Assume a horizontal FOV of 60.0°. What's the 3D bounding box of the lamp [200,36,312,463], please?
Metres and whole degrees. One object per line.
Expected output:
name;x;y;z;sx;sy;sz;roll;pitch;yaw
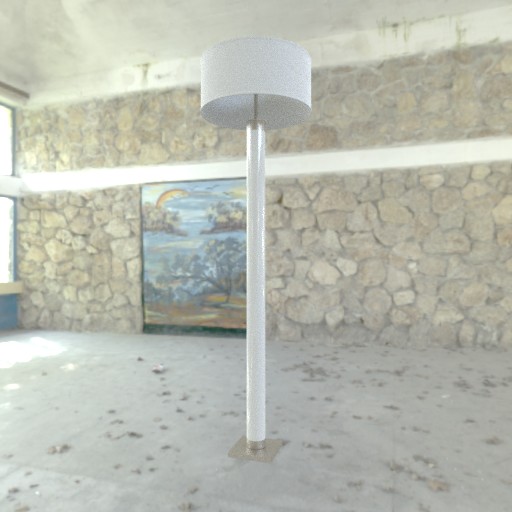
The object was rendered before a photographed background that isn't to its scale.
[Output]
lamp;0.000;0.000;1.674;0.420;1.475;0.420;0;-1;18
